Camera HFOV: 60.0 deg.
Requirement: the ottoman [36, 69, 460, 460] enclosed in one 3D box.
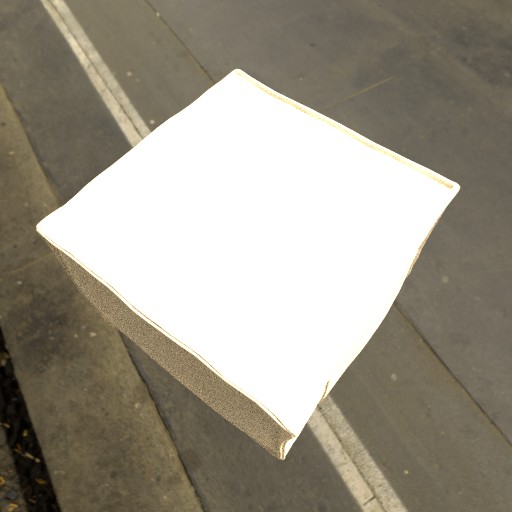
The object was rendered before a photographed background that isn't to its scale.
[{"bbox_3d":[0.000,0.000,1.147,0.696,0.470,0.707,33,65,18],"label":"ottoman"}]
